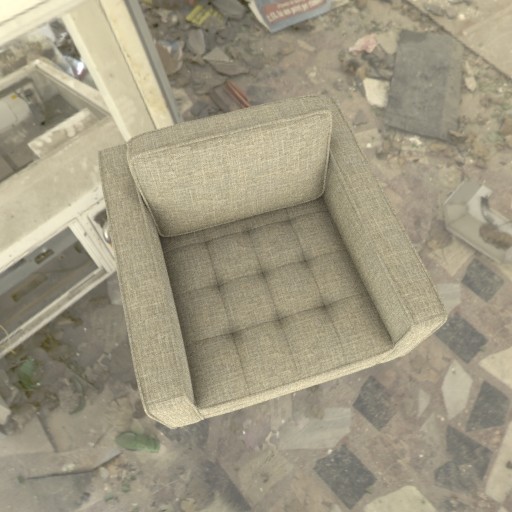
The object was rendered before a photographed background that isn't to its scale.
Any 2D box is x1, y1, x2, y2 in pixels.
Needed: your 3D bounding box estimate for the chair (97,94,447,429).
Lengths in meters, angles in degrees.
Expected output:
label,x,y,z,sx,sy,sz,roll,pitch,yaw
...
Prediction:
label,x,y,z,sx,sy,sz,roll,pitch,yaw
chair,0.000,0.000,1.545,0.889,0.765,0.914,-15,64,-8
